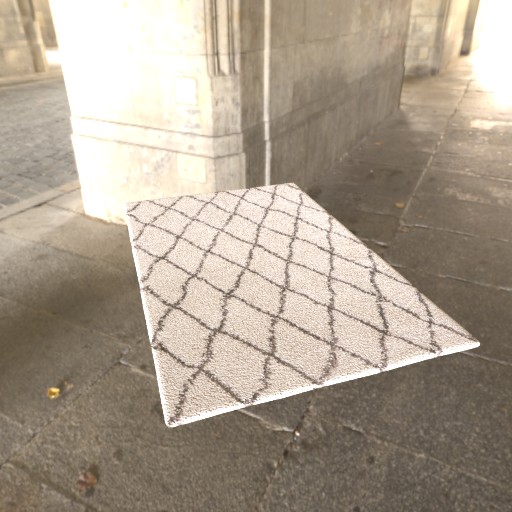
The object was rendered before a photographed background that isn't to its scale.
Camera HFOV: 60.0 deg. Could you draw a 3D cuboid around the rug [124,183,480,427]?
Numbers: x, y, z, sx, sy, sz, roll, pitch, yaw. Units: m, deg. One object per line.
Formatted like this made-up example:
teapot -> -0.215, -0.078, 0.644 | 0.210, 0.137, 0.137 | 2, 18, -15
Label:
rug -> 0.000, 0.000, 3.396 | 1.778, 0.030, 2.743 | -9, 31, -16
